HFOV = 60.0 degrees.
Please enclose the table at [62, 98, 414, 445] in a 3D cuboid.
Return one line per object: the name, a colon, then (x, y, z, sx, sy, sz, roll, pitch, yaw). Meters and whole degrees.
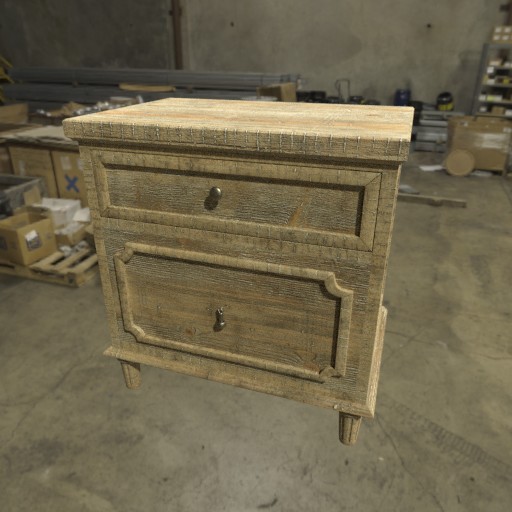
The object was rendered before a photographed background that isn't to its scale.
table: (0.000, 0.000, 1.147, 0.686, 0.711, 0.457, 8, 26, 17)
